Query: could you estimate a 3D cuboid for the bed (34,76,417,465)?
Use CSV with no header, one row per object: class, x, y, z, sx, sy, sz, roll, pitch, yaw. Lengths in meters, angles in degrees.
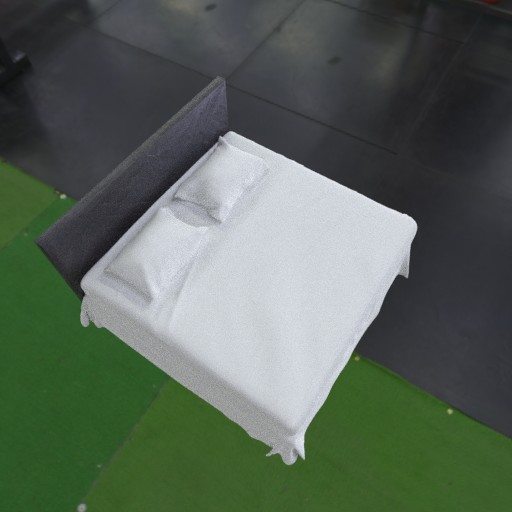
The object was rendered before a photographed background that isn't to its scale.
bed,0.000,0.000,3.498,2.165,1.158,2.255,30,63,17
